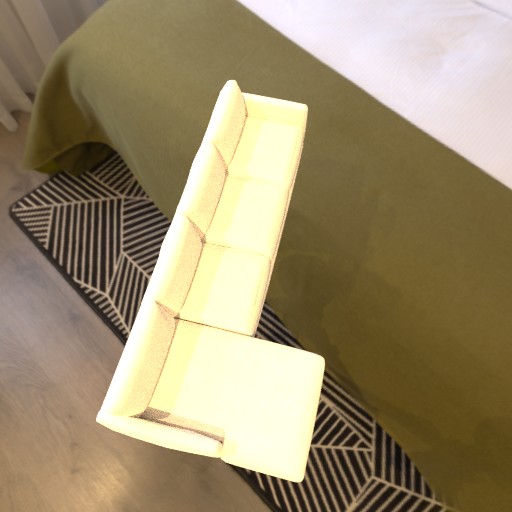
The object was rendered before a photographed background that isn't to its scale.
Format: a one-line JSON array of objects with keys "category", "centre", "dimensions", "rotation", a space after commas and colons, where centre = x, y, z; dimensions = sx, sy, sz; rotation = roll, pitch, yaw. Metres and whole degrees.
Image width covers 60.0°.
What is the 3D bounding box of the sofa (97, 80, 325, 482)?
[{"category": "sofa", "centre": [0.000, 0.000, 3.746], "dimensions": [1.467, 0.875, 3.186], "rotation": [12, 65, 6]}]
